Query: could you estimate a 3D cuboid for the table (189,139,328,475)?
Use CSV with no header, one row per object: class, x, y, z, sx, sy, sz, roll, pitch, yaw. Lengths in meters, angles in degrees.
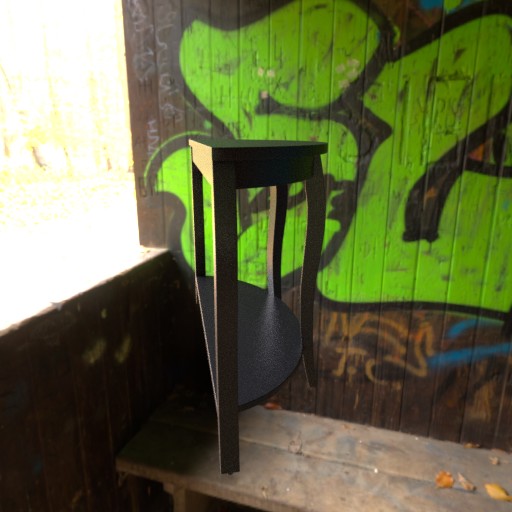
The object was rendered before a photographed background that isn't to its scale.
table,0.000,0.000,1.559,0.394,0.780,1.219,-3,16,-10
